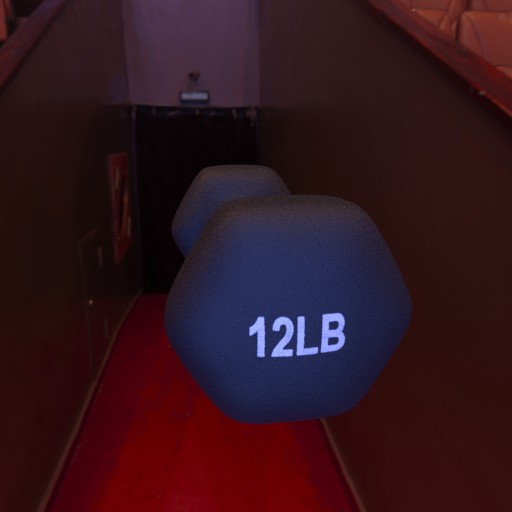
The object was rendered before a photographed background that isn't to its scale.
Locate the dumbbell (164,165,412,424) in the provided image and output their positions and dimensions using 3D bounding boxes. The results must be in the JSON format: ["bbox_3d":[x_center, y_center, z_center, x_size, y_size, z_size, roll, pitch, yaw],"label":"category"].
[{"bbox_3d":[0.000,0.000,0.285,0.112,0.101,0.231,-2,16,-8],"label":"dumbbell"}]
